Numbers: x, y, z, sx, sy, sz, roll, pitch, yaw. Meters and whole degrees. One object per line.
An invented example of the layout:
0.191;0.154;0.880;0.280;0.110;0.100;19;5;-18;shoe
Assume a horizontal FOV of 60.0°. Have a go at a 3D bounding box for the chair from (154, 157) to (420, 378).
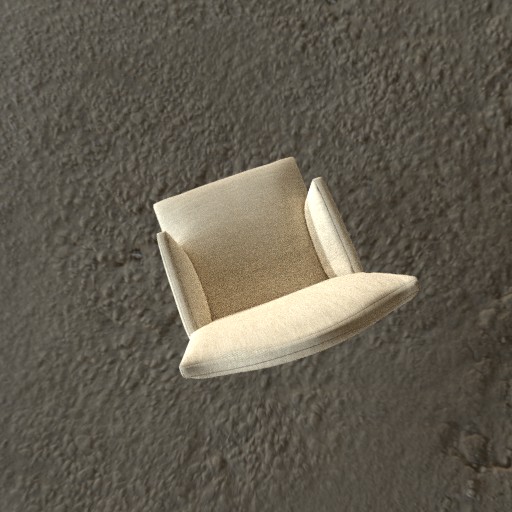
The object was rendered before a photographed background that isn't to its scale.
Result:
0.000;0.000;1.355;0.533;1.016;0.641;-20;77;-5;chair
